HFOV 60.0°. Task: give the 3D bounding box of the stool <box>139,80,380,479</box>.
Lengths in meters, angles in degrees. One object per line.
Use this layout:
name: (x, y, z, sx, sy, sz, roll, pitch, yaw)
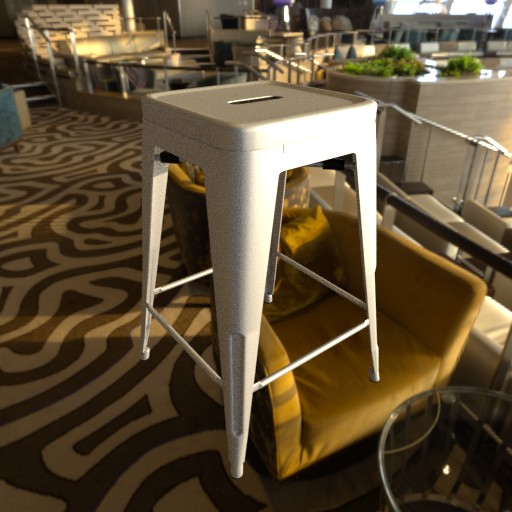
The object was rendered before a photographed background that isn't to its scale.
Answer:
stool: (0.000, 0.000, 0.890, 0.406, 0.610, 0.406, -21, 36, -32)
